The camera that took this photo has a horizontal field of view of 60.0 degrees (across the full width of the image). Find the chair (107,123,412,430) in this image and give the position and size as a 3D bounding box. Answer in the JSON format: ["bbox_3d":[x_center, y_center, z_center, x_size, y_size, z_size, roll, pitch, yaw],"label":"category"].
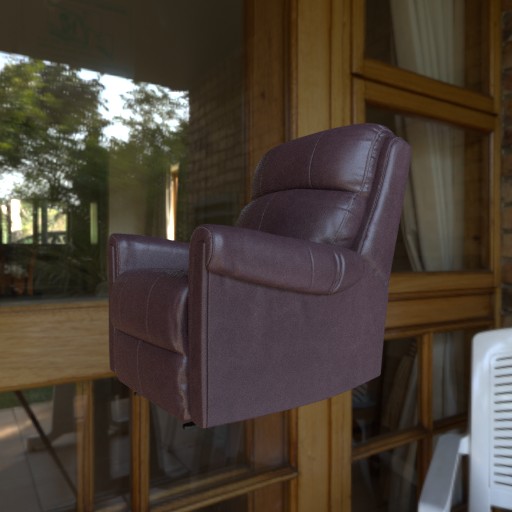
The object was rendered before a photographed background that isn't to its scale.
[{"bbox_3d":[0.000,0.000,1.755,1.014,1.054,0.838,0,1,-37],"label":"chair"}]
